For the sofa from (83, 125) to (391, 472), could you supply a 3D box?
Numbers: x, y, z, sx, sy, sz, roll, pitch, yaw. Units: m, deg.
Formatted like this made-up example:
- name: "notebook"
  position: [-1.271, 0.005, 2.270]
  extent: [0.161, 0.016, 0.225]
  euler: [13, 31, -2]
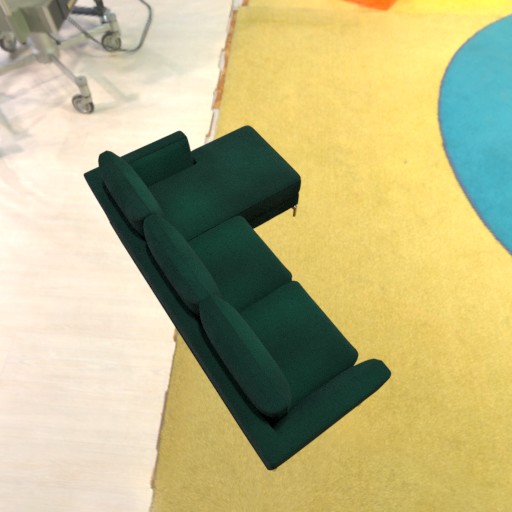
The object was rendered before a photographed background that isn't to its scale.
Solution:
- name: "sofa"
  position: [0.000, 0.000, 3.209]
  extent: [1.489, 1.007, 2.441]
  euler: [-30, 62, -18]
